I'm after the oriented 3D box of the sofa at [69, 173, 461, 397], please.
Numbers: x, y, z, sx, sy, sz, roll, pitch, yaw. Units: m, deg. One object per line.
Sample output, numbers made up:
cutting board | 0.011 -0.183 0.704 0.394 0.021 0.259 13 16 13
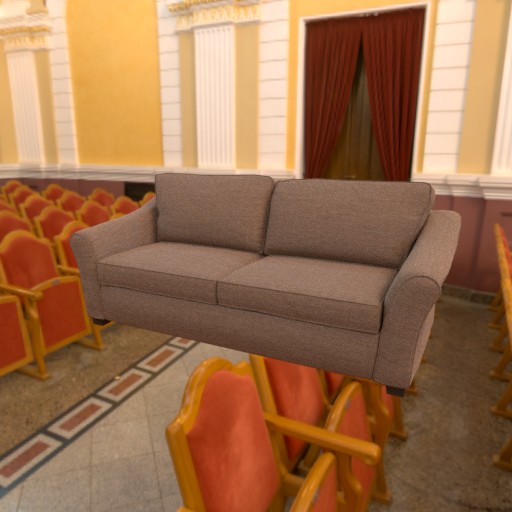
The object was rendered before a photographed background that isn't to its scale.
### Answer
sofa | 0.000 0.000 2.776 2.270 0.965 0.980 7 16 26
